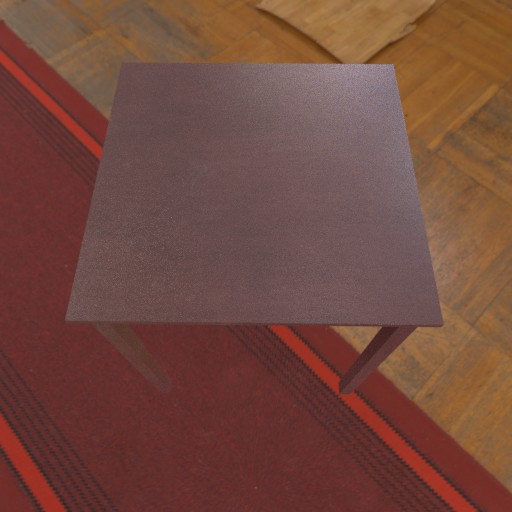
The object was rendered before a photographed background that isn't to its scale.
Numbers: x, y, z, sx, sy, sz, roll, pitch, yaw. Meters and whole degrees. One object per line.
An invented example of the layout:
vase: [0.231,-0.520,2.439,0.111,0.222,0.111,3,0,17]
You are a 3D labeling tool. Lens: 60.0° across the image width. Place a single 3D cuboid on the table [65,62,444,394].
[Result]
table: [0.000,0.000,1.645,0.861,0.991,0.861,1,62,0]
